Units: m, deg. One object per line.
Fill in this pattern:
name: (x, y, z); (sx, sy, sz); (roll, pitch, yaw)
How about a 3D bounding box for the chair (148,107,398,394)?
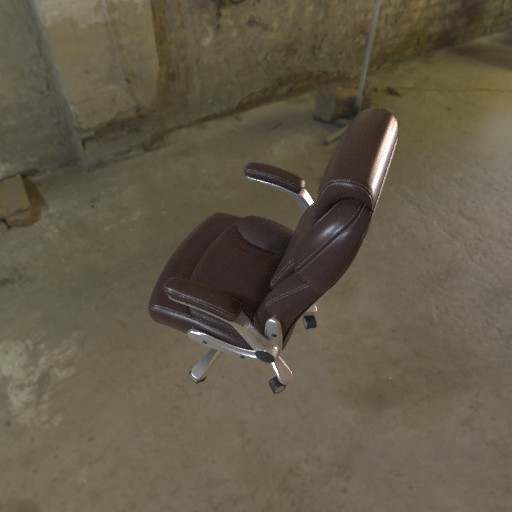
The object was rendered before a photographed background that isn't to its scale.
chair: (0.000, 0.000, 1.663); (0.774, 1.160, 0.733); (16, 49, 14)
